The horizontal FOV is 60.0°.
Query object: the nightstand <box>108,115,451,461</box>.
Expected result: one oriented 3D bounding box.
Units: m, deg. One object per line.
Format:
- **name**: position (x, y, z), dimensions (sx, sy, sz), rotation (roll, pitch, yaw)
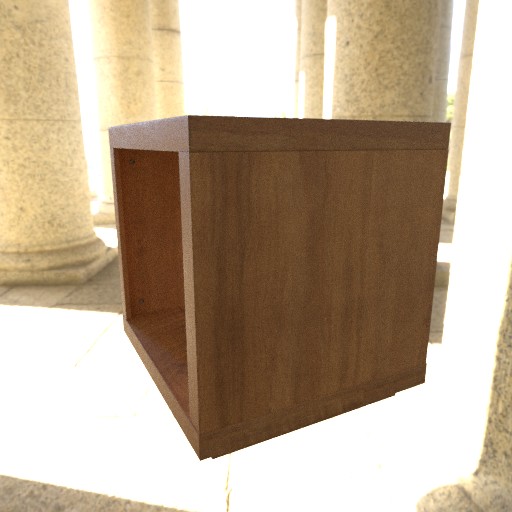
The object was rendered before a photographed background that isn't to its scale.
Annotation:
- **nightstand**: position (0.000, 0.000, 0.865), dimensions (0.436, 0.491, 0.493), rotation (-8, 16, -27)
